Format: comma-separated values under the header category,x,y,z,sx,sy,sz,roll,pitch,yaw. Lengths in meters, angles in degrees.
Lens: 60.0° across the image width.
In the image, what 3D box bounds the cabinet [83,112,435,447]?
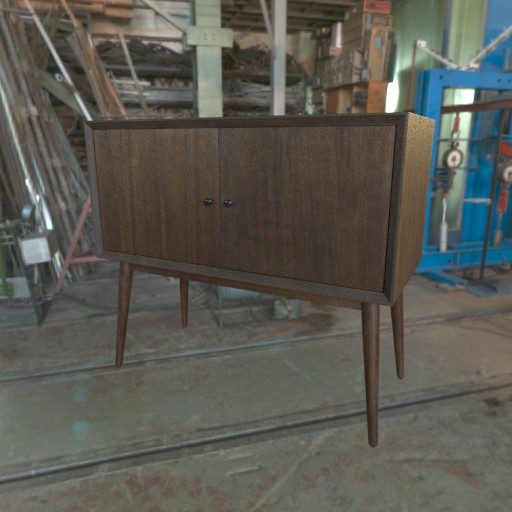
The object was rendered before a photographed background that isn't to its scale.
category,x,y,z,sx,sy,sz,roll,pitch,yaw
cabinet,0.000,0.000,1.117,0.743,0.654,0.354,8,17,27
